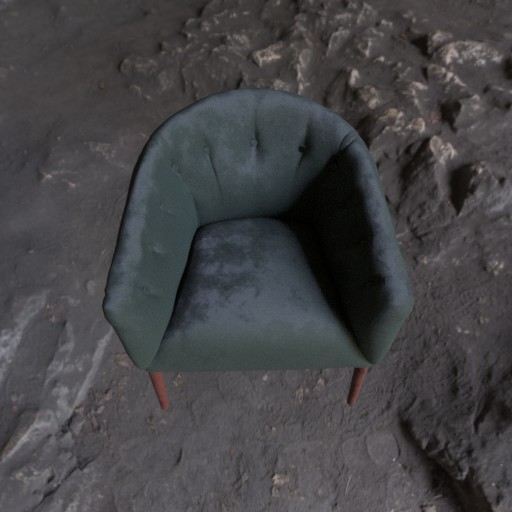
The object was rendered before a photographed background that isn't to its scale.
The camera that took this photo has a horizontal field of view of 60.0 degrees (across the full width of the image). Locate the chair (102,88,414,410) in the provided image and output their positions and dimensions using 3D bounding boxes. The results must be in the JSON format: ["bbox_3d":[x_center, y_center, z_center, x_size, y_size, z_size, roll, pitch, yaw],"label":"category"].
[{"bbox_3d":[0.000,0.000,1.548,0.851,0.885,0.776,-1,47,-1],"label":"chair"}]
